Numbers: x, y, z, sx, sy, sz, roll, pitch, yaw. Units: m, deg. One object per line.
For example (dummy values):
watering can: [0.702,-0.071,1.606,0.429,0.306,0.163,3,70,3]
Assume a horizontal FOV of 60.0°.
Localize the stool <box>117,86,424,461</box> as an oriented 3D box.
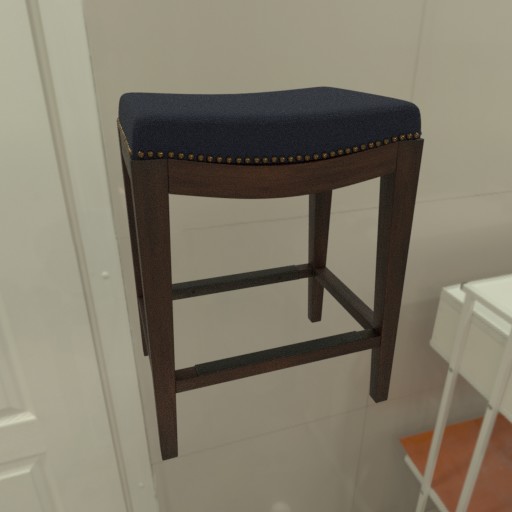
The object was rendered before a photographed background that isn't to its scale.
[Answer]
stool: [0.000,0.000,0.938,0.500,0.642,0.361,-8,27,-17]
